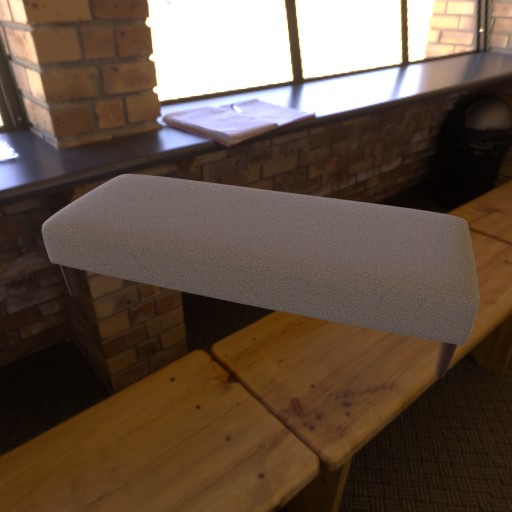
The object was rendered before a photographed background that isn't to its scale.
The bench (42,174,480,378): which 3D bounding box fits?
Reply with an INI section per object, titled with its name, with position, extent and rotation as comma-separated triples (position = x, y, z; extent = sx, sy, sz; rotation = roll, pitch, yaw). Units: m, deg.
[bench]
position = 0.000, 0.000, 1.839
extent = 1.598, 0.383, 0.631
rotation = 10, 32, 16
